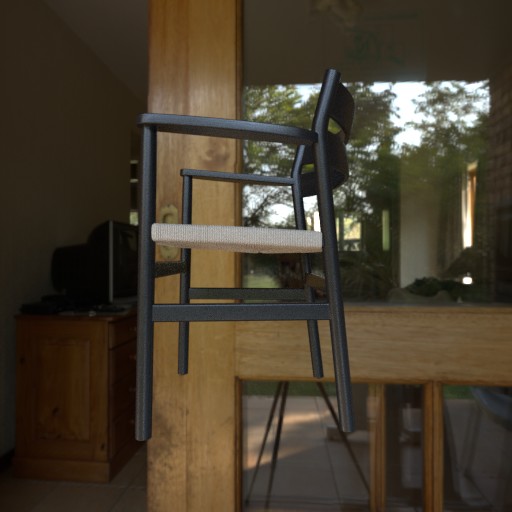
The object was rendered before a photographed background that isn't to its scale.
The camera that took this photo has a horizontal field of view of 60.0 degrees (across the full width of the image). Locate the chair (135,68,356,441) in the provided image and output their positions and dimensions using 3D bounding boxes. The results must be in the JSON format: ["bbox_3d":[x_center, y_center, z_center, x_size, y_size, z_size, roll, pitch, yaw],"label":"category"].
[{"bbox_3d":[0.000,0.000,1.192,0.508,0.775,0.630,0,0,0],"label":"chair"}]
